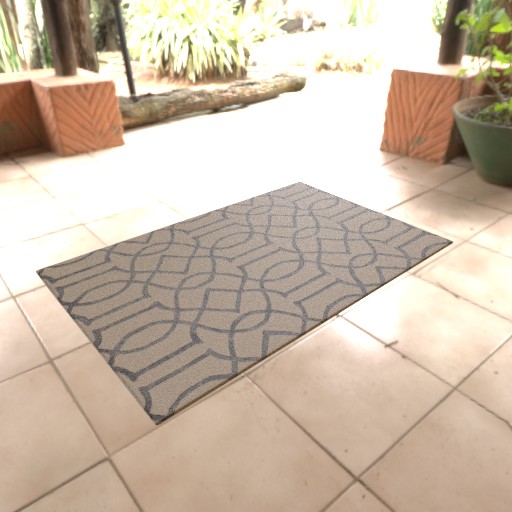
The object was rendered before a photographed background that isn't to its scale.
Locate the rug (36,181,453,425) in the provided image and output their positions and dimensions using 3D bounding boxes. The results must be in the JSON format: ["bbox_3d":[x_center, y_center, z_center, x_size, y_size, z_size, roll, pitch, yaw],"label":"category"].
[{"bbox_3d":[0.000,0.000,2.955,2.365,0.017,1.521,-24,38,-34],"label":"rug"}]
